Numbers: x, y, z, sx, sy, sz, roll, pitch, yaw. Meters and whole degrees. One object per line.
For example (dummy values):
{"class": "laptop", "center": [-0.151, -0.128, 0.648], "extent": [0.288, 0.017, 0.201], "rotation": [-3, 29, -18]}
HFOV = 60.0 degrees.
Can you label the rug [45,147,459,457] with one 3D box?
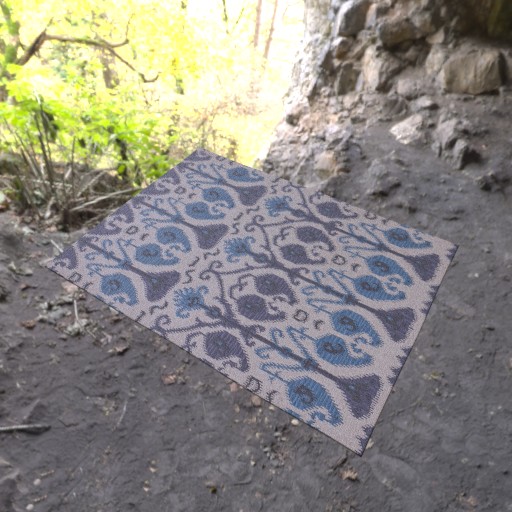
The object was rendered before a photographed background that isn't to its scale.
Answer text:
{"class": "rug", "center": [0.000, 0.000, 2.993], "extent": [2.261, 0.013, 1.676], "rotation": [25, 52, 22]}
